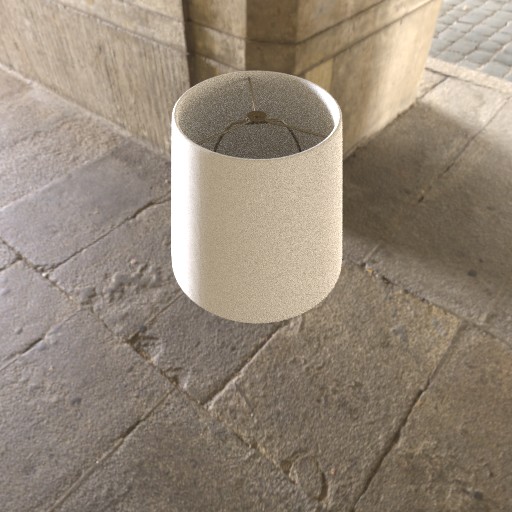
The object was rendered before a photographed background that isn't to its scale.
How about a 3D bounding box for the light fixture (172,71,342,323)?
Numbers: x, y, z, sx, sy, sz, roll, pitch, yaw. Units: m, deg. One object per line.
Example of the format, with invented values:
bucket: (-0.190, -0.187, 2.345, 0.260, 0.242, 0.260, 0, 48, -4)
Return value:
light fixture: (0.000, 0.000, 0.459, 0.168, 0.337, 0.188, -4, 47, -4)
